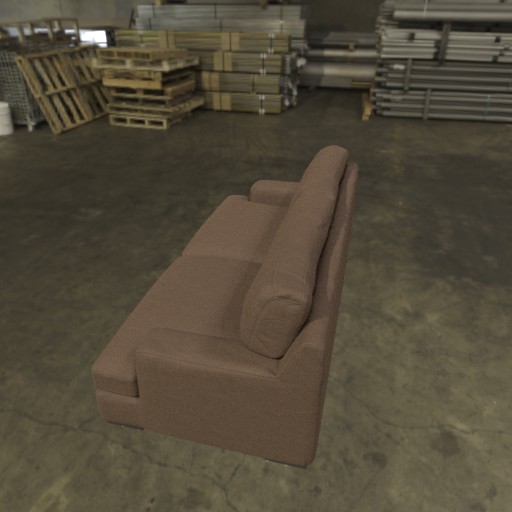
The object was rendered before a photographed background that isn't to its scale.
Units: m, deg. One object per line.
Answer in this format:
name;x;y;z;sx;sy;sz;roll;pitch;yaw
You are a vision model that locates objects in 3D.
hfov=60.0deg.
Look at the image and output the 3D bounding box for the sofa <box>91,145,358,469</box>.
sofa;0.000;0.000;2.893;1.140;0.950;2.274;7;31;12
